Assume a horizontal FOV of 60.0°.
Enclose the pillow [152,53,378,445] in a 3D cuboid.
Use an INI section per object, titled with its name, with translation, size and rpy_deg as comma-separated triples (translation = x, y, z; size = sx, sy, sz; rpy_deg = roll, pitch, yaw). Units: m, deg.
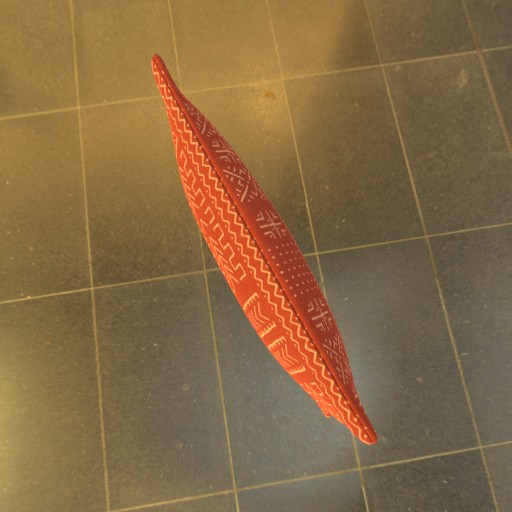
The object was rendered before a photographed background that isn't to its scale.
[pillow]
translation = 0.000, 0.000, 0.773
size = 0.130, 0.352, 0.640
rpy_deg = -28, 78, -6
